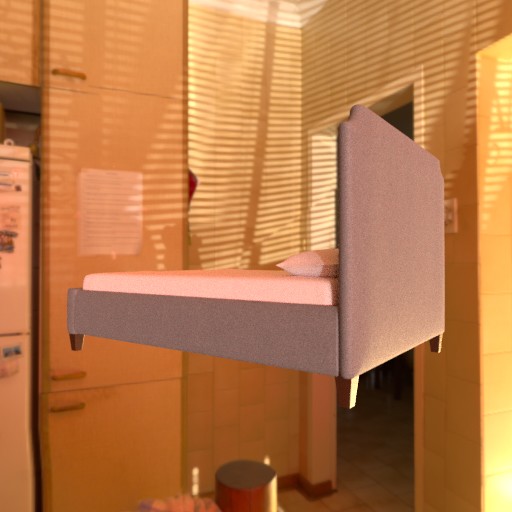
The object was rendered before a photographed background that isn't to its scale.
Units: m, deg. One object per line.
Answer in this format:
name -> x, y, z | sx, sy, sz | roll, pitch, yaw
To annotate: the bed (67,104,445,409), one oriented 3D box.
bed -> 0.000, 0.000, 3.370 | 2.372, 1.443, 1.712 | -1, -1, 36
